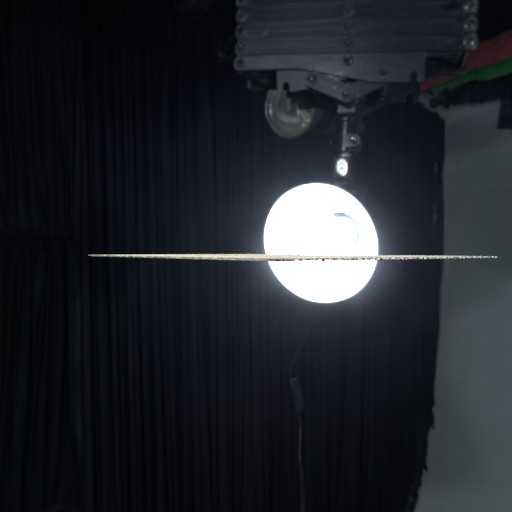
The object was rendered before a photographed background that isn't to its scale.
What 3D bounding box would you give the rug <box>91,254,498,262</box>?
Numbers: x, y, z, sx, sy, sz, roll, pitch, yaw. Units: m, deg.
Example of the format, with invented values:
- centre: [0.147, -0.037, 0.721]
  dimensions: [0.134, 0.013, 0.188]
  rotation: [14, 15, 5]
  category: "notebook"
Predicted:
- centre: [0.000, 0.000, 2.433]
  dimensions: [1.237, 0.010, 2.029]
  rotation: [0, 1, -37]
  category: "rug"
